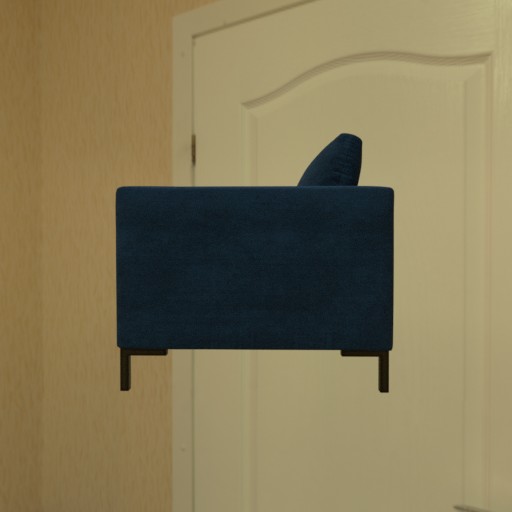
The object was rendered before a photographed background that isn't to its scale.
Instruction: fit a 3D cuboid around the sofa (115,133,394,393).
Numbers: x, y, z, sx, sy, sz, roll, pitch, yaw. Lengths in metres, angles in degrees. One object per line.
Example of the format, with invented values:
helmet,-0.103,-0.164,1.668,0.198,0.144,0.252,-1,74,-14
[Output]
sofa,0.000,0.000,2.156,0.875,0.817,1.676,0,1,1
